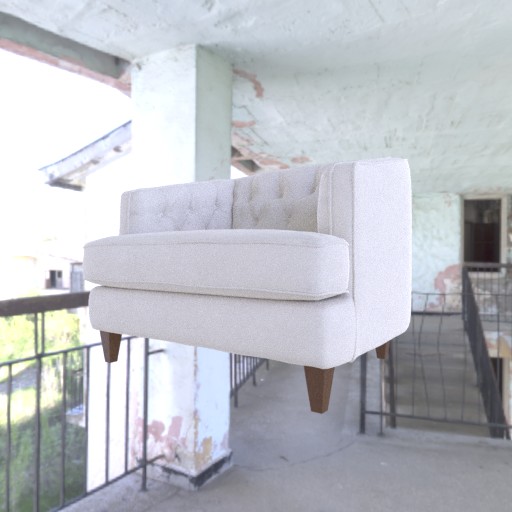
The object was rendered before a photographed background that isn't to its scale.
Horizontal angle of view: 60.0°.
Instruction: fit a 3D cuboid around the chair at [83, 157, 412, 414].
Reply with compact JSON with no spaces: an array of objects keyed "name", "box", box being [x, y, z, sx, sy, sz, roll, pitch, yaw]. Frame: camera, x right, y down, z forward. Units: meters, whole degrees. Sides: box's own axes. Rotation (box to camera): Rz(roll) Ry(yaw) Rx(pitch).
[{"name":"chair","box":[0.000,0.000,1.796,1.104,0.852,0.941,0,1,36]}]
